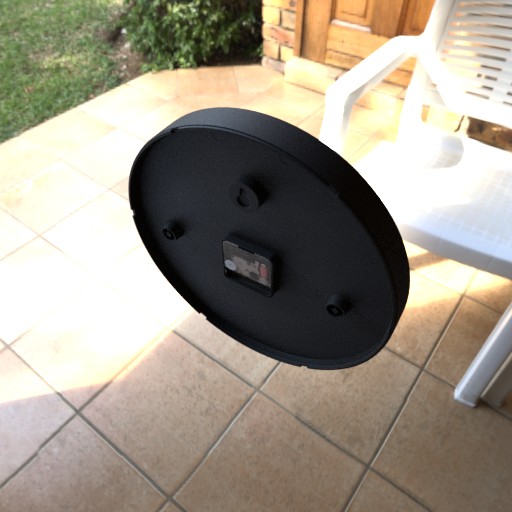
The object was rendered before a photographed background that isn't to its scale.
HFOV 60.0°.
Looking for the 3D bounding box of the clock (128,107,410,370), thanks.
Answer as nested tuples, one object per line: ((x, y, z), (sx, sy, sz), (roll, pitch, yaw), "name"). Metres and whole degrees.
((0.000, 0.000, 0.439), (0.293, 0.293, 0.040), (24, 52, 21), "clock")
